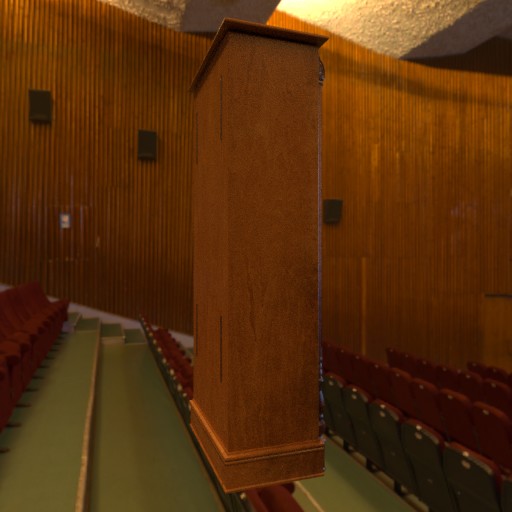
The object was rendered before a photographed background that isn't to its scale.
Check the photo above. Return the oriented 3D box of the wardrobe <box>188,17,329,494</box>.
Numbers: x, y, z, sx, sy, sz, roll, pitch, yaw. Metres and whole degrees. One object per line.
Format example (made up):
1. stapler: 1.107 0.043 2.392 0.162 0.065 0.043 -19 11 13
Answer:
1. wardrobe: 0.000 0.000 1.118 0.273 0.959 0.406 0 0 -19
